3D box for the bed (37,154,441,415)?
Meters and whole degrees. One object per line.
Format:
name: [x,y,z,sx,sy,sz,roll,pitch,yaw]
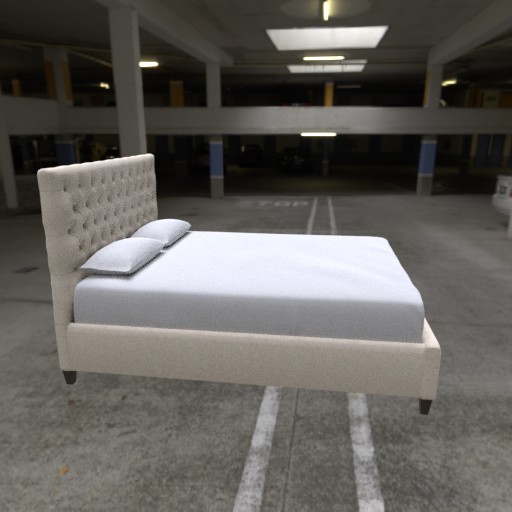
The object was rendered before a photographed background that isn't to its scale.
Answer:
bed: [0.000,0.000,3.394,2.387,1.427,1.698,2,16,8]
